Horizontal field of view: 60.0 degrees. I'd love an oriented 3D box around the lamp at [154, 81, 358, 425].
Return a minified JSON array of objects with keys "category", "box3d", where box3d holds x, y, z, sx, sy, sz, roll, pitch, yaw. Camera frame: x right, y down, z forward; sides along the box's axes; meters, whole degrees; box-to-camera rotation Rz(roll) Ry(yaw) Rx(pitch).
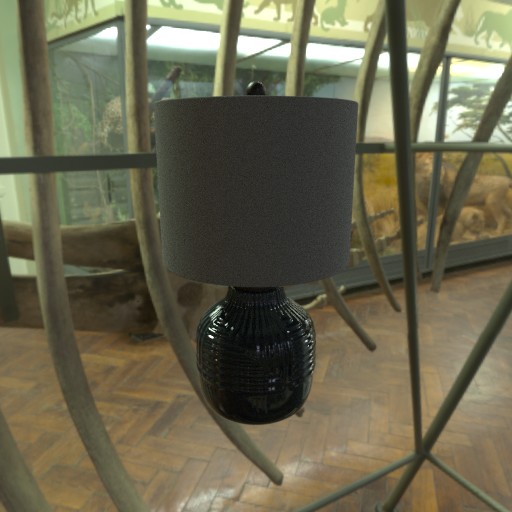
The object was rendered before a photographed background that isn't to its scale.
[{"category":"lamp","box3d":[0.000,0.000,0.769,0.318,0.567,0.318,0,15,0]}]
